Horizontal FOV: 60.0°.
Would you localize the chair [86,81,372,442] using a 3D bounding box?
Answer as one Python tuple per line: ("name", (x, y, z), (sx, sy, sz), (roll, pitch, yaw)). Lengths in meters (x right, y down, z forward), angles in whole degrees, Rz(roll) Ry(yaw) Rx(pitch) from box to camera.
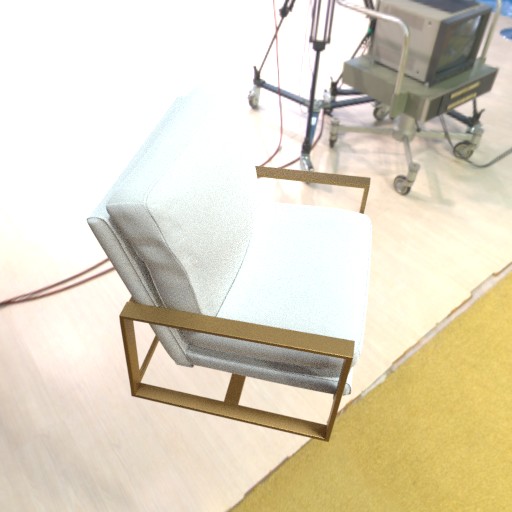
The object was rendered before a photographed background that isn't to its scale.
("chair", (0.000, 0.000, 1.578), (0.813, 0.966, 0.805), (10, 48, 9))
